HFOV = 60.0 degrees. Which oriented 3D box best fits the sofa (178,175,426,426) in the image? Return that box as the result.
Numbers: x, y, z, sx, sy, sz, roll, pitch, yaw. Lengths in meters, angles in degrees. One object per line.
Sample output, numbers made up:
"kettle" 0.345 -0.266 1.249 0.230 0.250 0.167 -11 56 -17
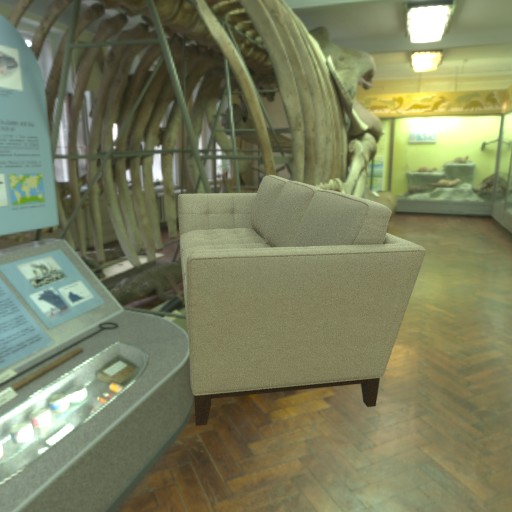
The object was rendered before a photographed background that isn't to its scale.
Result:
"sofa" 0.000 0.000 2.911 0.965 0.940 2.388 -2 14 -10
